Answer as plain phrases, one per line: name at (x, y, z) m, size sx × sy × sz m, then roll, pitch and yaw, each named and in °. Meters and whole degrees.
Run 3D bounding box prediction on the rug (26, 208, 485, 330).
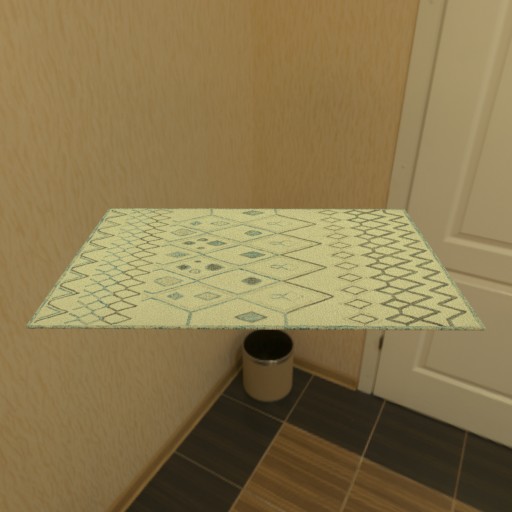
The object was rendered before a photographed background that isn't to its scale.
rug at (0.000, 0.000, 3.001) m, size 2.439 × 0.015 × 1.524 m, roll 0°, pitch 30°, yaw 0°
